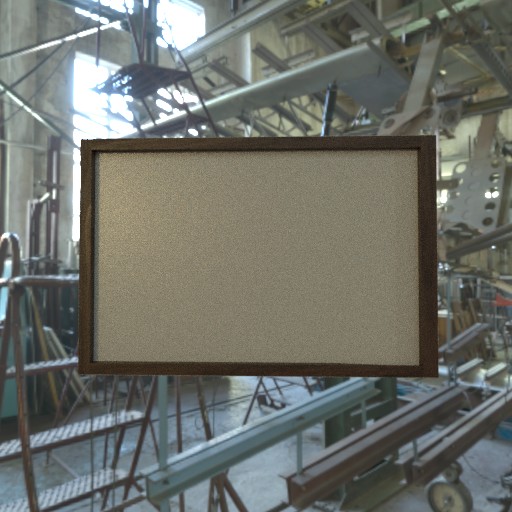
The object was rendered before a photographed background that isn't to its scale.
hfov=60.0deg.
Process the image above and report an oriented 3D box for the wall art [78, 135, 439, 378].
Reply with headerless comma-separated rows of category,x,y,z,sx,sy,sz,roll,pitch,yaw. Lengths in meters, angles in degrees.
wall art,0.000,0.000,1.431,1.138,0.761,0.051,0,-1,2
